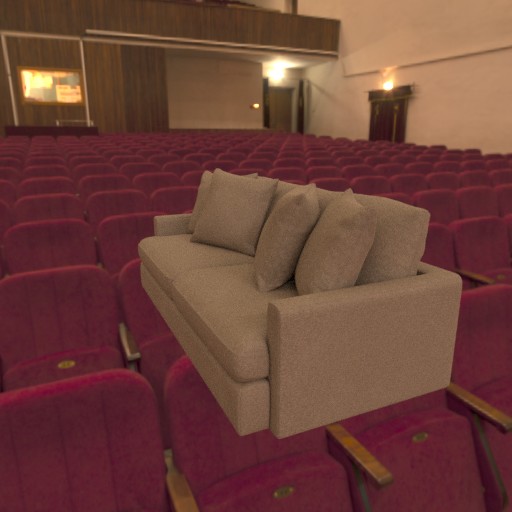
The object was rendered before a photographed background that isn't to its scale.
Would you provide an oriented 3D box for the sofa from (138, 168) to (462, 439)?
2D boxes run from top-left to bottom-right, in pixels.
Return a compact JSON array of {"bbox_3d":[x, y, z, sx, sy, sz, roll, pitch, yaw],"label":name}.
[{"bbox_3d":[0.000,0.000,3.025,1.228,1.084,2.380,-7,17,-24],"label":"sofa"}]
